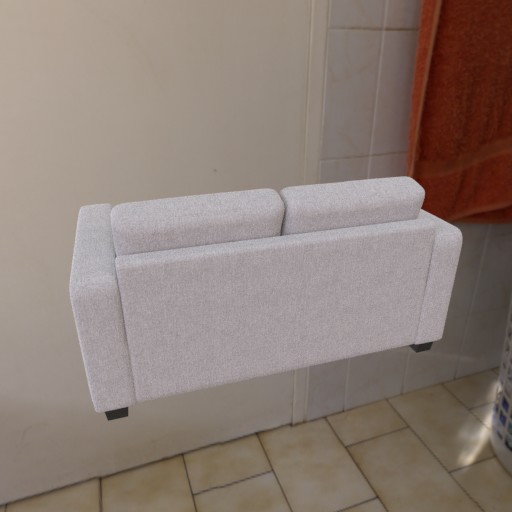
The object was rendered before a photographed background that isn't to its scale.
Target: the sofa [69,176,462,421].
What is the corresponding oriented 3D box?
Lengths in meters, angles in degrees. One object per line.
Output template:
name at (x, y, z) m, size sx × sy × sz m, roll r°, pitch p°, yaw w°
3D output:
sofa at (0.000, 0.000, 2.065) m, size 1.540 × 0.800 × 0.900 m, roll -8°, pitch 26°, yaw -16°
